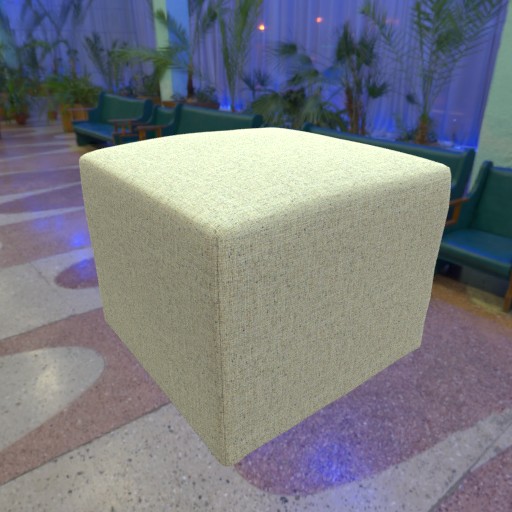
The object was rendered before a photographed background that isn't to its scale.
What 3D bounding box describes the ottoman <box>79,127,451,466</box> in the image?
[{"bbox_3d":[0.000,0.000,0.906,0.512,0.453,0.521,-18,31,-33],"label":"ottoman"}]
